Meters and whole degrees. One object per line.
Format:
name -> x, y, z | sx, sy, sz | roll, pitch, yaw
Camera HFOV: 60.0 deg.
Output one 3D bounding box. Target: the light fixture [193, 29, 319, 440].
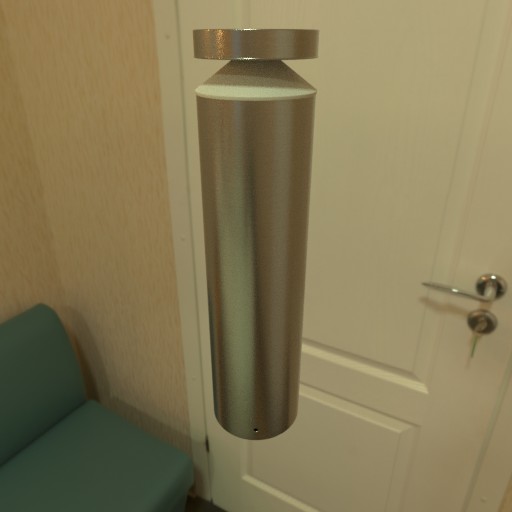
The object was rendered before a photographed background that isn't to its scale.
light fixture -> 0.000, 0.000, 0.441 | 0.102, 0.400, 0.102 | 0, 26, 0
